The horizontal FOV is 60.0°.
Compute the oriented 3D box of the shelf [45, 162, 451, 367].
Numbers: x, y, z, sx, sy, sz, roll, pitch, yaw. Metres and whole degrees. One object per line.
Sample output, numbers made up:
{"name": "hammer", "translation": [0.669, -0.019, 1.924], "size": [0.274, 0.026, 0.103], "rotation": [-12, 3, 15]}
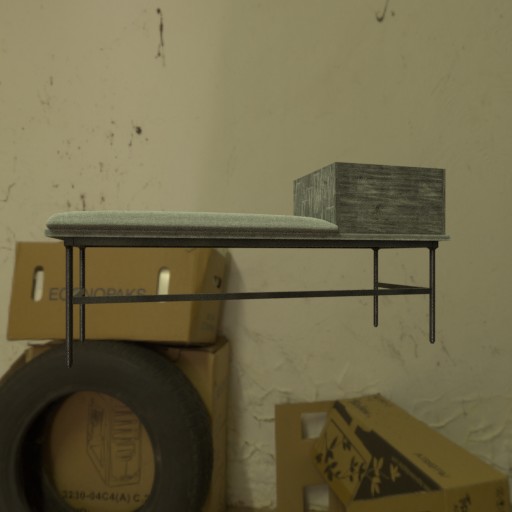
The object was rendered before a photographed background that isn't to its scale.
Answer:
{"name": "shelf", "translation": [0.000, 0.000, 1.618], "size": [1.342, 0.633, 0.457], "rotation": [0, 0, -16]}
